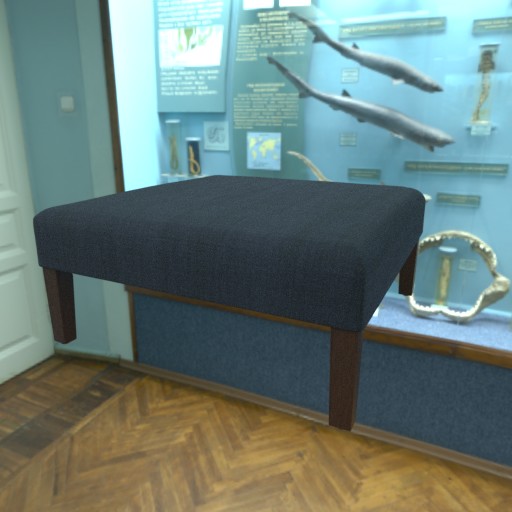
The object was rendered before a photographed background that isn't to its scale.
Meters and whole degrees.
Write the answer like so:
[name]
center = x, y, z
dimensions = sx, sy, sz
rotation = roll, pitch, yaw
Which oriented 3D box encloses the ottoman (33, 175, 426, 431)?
[ottoman]
center = 0.000, 0.000, 1.399
dimensions = 0.889, 0.411, 0.890
rotation = 8, 19, 26
